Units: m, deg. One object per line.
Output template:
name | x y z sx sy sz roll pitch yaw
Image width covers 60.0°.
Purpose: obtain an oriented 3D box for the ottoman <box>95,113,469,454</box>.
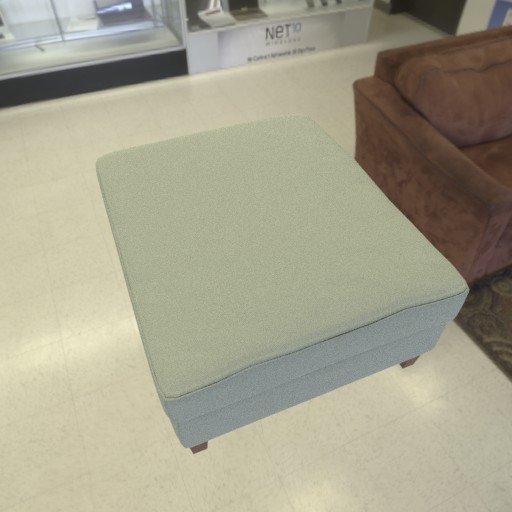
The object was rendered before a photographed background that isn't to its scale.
ottoman | 0.000 0.000 1.489 0.842 0.494 0.991 -17 49 -15
